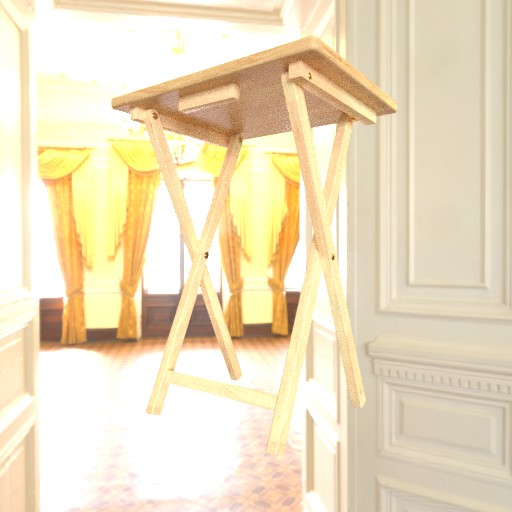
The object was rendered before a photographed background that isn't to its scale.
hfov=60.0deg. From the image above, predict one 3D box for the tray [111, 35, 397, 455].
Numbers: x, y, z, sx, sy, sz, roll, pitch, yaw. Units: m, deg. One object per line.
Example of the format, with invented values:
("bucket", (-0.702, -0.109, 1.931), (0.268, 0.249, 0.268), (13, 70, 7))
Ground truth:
("tray", (0.000, 0.000, 0.946), (0.483, 0.660, 0.381), (1, 1, 36))
